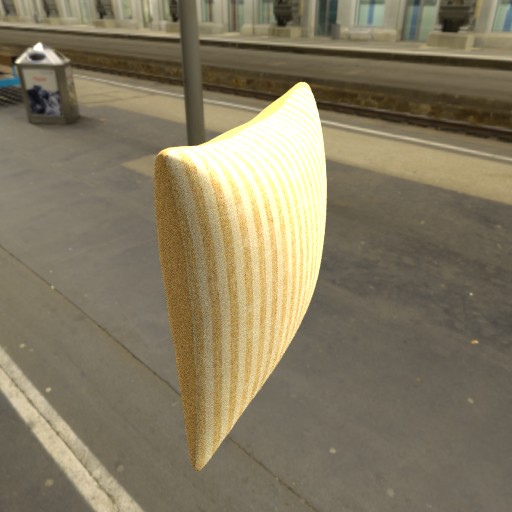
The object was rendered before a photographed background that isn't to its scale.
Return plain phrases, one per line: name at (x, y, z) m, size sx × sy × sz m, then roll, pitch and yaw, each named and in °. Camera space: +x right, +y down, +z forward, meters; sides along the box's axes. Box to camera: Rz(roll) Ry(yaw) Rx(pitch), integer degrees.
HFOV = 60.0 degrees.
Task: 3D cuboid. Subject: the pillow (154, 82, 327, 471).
pillow at (0.000, 0.000, 0.624) m, size 0.173 × 0.407 × 0.419 m, roll 11°, pitch 31°, yaw 19°
